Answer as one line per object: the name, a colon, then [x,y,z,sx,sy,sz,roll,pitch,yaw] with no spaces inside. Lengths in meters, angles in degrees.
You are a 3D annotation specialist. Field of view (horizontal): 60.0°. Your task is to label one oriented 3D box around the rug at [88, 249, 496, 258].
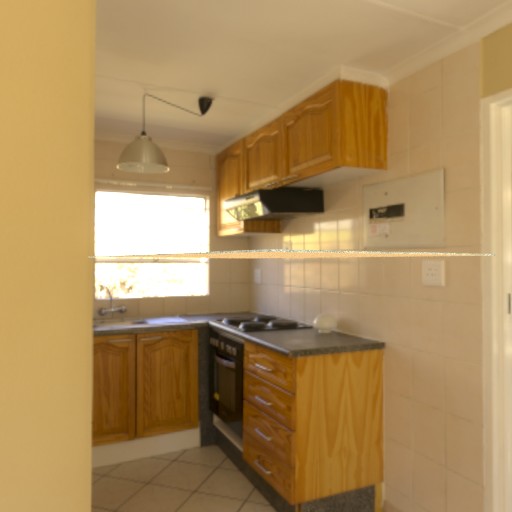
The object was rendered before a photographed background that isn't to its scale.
rug: [0.000,0.000,2.183,1.142,0.006,1.752,1,-1,-35]
